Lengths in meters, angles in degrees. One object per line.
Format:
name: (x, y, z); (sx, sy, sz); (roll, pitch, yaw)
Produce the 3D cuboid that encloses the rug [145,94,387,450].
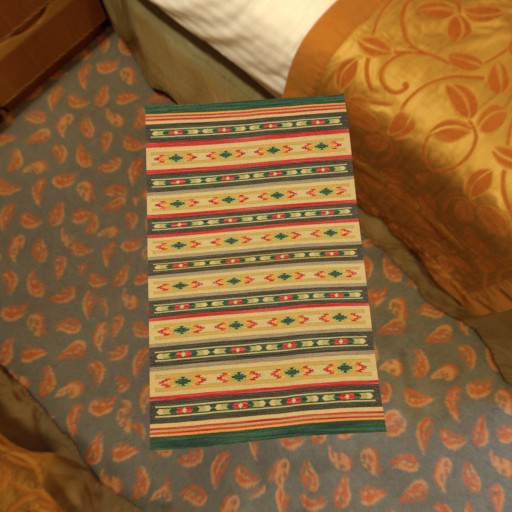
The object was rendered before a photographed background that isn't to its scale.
rug: (0.000, 0.000, 3.105); (1.520, 0.011, 2.447); (-4, 77, -1)
